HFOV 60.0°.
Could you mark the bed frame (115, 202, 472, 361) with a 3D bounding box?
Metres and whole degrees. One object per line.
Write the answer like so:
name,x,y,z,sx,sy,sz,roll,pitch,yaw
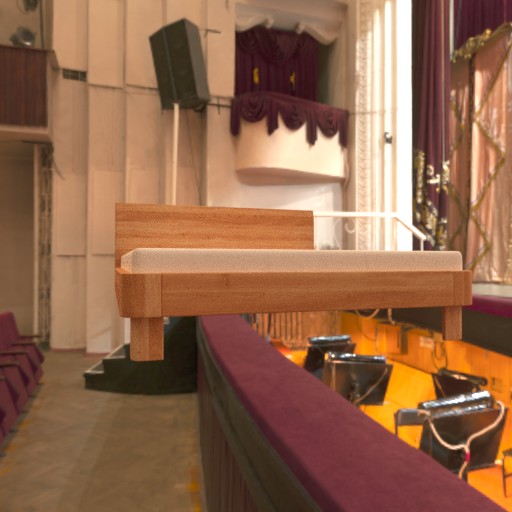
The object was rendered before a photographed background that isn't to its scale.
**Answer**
bed frame,0.000,0.000,3.123,1.872,0.940,2.092,0,-1,-18
